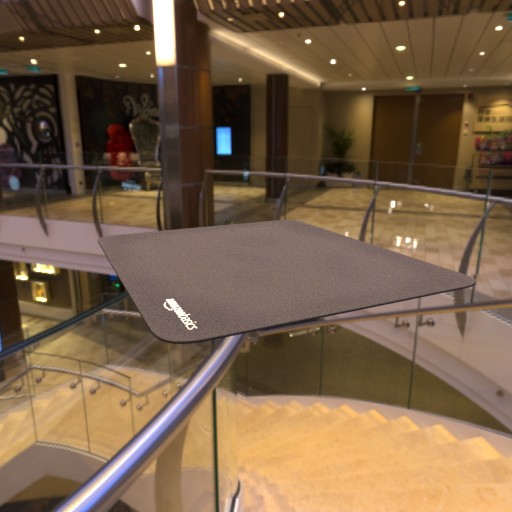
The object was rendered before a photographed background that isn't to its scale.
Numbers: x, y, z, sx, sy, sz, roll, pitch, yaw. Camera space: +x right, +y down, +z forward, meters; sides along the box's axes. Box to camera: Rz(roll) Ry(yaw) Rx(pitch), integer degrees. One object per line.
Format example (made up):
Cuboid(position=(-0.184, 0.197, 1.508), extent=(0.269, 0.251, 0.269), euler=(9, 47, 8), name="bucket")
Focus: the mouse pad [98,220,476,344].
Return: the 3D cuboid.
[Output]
Cuboid(position=(0.000, 0.000, 0.441), extent=(0.269, 0.002, 0.315), euler=(-7, 17, -25), name="mouse pad")
